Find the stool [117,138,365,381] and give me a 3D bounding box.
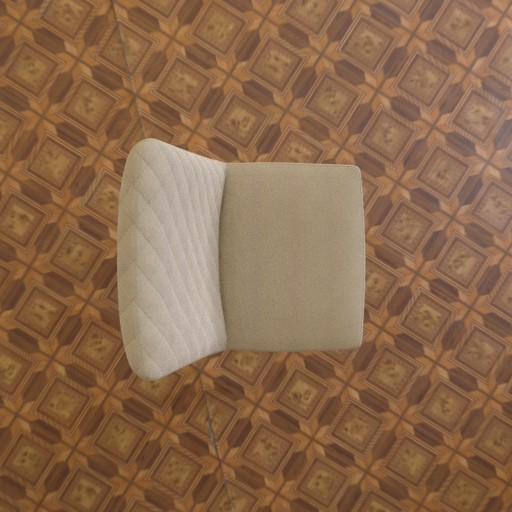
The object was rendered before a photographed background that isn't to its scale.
[{"bbox_3d":[0.000,0.000,1.316,0.576,0.973,0.507,0,91,-1],"label":"stool"}]
